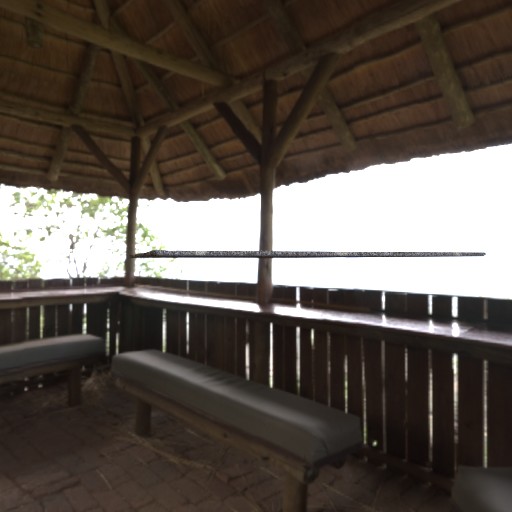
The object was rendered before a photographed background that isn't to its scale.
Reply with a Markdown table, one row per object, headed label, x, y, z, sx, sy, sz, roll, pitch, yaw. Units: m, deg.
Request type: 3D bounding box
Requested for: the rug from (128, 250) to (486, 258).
| label | x | y | z | sx | sy | sz | roll | pitch | yaw |
| --- | --- | --- | --- | --- | --- | --- | --- | --- | --- |
| rug | 0.000 | 0.000 | 3.429 | 1.801 | 0.026 | 2.701 | 0 | -1 | -18 |
